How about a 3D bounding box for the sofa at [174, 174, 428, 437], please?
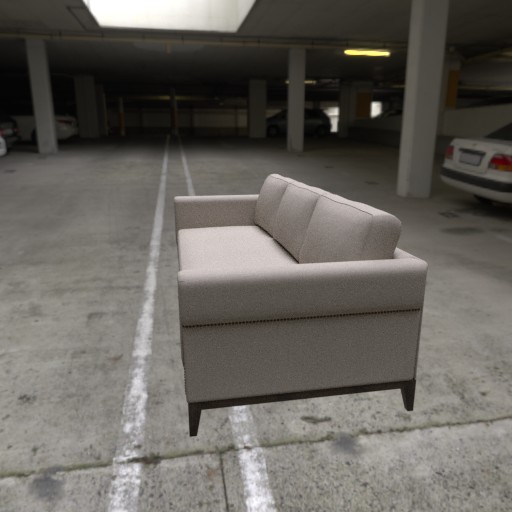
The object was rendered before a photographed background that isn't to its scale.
[{"bbox_3d":[0.000,0.000,2.716,0.959,0.838,2.210,-3,15,-10],"label":"sofa"}]
